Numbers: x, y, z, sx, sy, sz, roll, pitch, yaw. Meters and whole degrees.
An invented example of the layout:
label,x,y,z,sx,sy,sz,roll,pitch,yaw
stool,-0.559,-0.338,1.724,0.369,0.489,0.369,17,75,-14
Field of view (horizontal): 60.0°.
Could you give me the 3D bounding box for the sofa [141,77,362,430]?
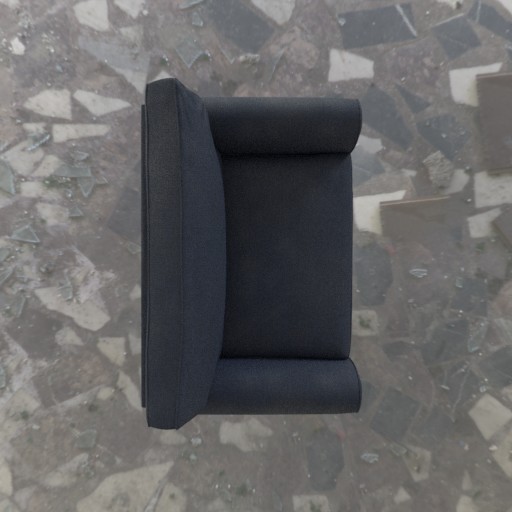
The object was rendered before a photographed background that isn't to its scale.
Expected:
label,x,y,z,sx,sy,sz,roll,pitch,yaw
sofa,0.000,0.000,2.070,0.938,1.004,1.405,0,90,0
